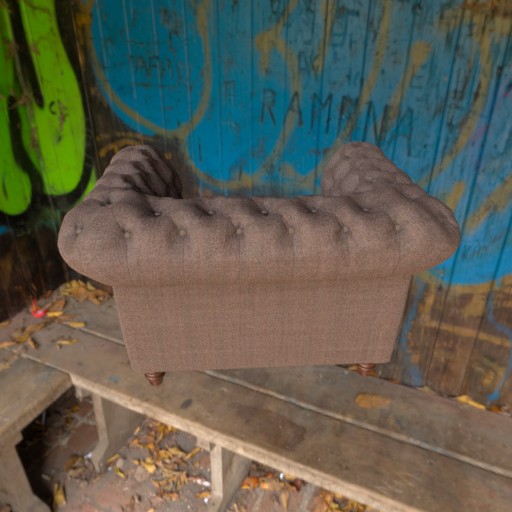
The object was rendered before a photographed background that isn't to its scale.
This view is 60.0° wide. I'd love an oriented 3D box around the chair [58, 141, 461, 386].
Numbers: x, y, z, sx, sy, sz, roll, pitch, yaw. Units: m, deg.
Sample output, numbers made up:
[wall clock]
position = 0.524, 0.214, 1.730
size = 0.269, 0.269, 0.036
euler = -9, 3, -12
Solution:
[chair]
position = 0.000, 0.000, 1.851
size = 1.298, 0.780, 0.945
euler = -2, 28, -3
